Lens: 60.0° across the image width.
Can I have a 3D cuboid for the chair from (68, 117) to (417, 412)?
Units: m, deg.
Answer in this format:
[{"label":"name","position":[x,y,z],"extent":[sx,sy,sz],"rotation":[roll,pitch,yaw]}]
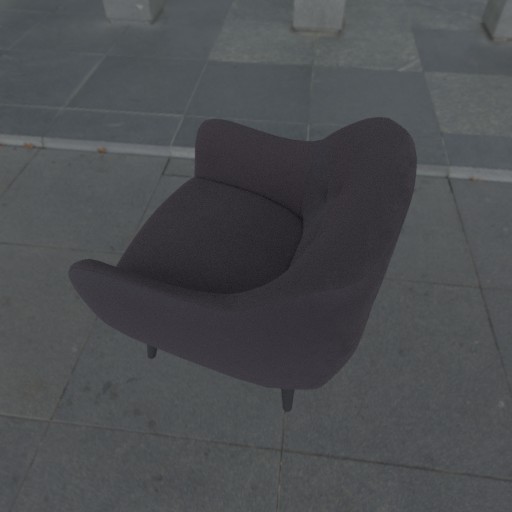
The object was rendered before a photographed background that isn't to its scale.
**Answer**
[{"label":"chair","position":[0.000,0.000,1.460],"extent":[0.819,0.807,0.840],"rotation":[17,50,15]}]
